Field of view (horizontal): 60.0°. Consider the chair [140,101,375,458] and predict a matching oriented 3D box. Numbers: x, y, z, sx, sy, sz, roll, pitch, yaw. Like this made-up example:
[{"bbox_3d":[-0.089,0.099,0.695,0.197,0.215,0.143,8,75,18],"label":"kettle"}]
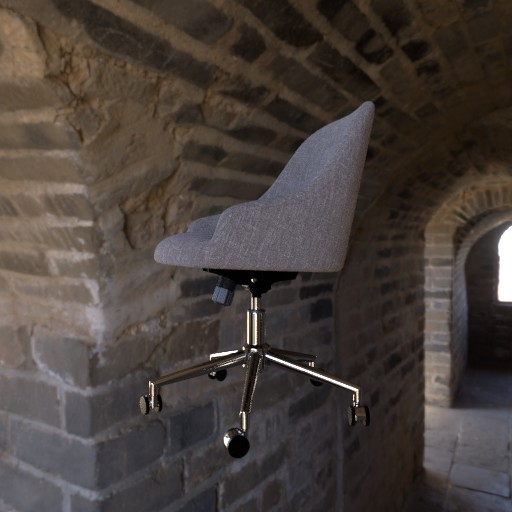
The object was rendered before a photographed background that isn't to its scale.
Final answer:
[{"bbox_3d":[0.000,0.000,1.407,0.712,0.950,0.671,0,1,-17],"label":"chair"}]
